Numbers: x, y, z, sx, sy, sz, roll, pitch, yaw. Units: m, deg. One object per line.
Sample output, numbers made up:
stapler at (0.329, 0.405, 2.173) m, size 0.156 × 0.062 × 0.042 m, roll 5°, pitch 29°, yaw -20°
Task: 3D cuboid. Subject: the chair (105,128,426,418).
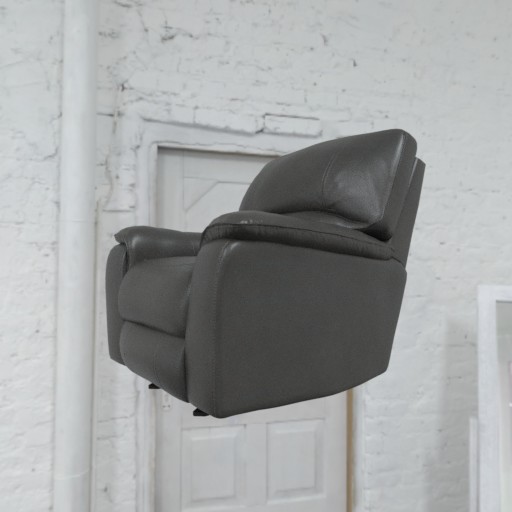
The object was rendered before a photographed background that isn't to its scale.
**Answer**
chair at (0.000, 0.000, 1.951) m, size 1.087 × 1.109 × 1.096 m, roll 0°, pitch 0°, yaw -36°
